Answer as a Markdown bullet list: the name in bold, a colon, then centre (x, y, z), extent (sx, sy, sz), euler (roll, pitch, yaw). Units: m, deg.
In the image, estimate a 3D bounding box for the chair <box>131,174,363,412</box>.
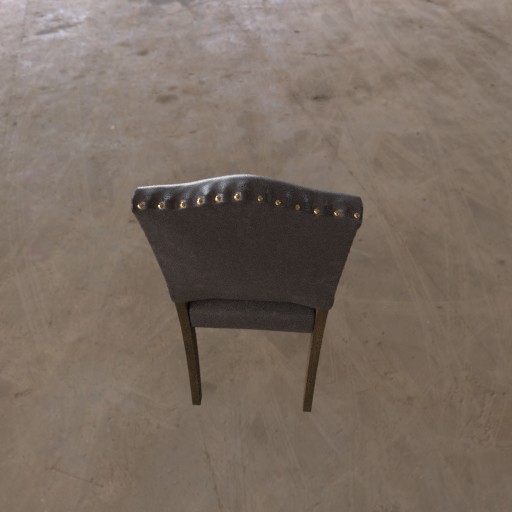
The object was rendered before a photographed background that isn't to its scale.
- **chair**: centre (0.000, 0.000, 1.346), extent (0.500, 0.991, 0.633), euler (3, 47, 2)
